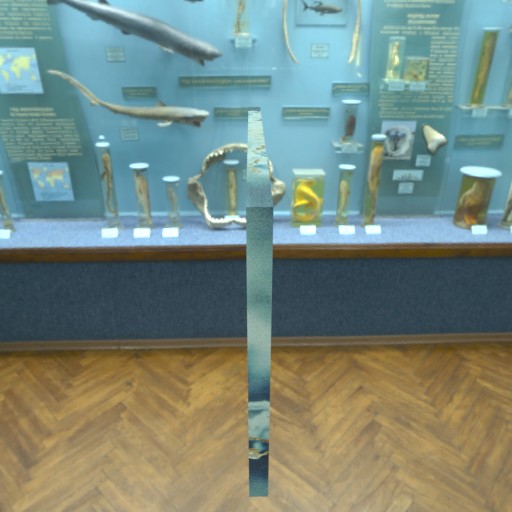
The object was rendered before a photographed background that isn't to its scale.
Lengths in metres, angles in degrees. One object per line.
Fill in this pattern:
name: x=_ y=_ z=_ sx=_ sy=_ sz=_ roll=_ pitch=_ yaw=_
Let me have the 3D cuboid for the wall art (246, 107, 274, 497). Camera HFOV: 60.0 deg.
wall art: x=0.000 y=0.000 z=1.148 sx=0.038 sy=0.608 sz=0.912 roll=0 pitch=27 yaw=-1
